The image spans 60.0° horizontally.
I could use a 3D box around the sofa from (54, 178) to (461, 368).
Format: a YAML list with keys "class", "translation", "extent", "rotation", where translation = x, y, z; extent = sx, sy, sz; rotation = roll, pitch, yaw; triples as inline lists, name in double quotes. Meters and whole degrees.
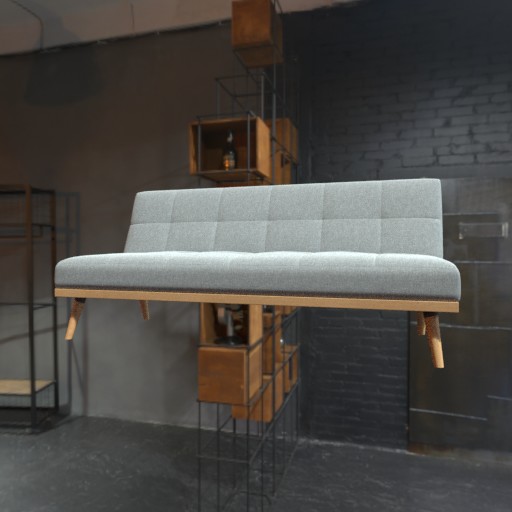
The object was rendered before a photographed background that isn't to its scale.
- class: "sofa"
  translation: [0.000, 0.000, 2.246]
  extent: [1.820, 0.800, 0.800]
  rotation: [0, 1, 18]
